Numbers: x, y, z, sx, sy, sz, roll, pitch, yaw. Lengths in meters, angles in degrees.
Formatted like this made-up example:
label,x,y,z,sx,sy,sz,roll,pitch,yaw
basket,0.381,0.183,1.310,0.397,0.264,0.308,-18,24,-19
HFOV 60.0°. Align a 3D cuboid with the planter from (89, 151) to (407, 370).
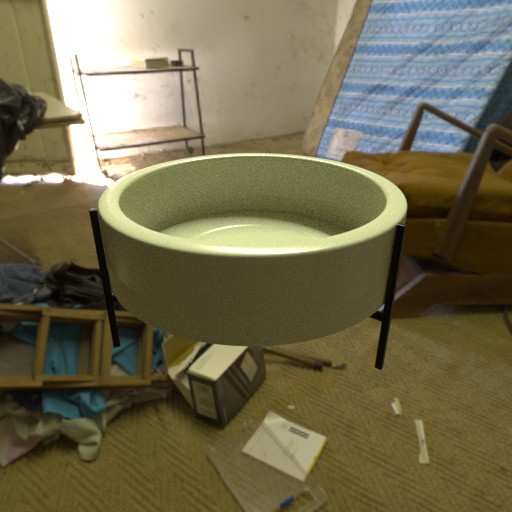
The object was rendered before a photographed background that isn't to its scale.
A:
label,x,y,z,sx,sy,sz,roll,pitch,yaw
planter,0.000,0.000,0.537,0.345,0.171,0.336,19,32,33
